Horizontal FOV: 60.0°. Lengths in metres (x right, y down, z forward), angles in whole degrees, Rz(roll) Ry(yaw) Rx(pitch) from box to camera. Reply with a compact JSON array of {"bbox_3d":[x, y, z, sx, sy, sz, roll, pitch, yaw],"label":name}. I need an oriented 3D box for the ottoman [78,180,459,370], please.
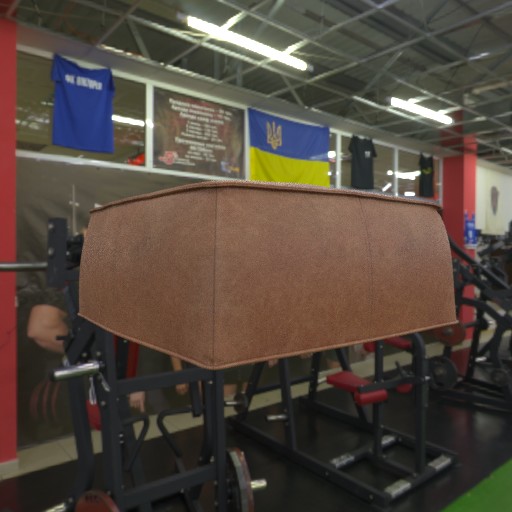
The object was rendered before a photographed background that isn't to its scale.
[{"bbox_3d":[0.000,0.000,1.387,0.901,0.395,0.902,-1,1,-37],"label":"ottoman"}]
